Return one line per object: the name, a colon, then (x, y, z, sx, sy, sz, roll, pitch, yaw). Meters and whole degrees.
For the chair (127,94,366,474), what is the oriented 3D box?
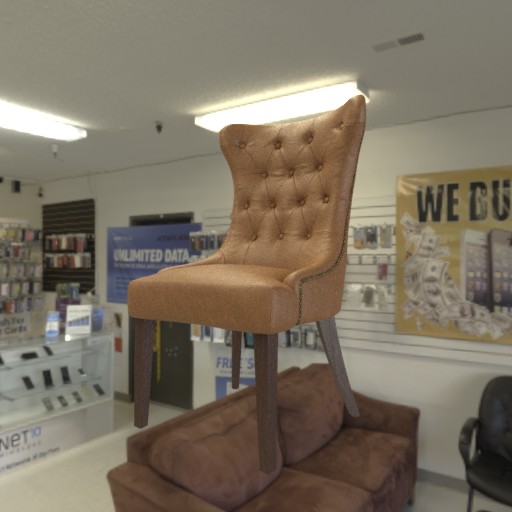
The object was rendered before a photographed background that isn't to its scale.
chair: (0.000, 0.000, 1.458, 0.611, 1.065, 0.669, 0, 0, 36)
